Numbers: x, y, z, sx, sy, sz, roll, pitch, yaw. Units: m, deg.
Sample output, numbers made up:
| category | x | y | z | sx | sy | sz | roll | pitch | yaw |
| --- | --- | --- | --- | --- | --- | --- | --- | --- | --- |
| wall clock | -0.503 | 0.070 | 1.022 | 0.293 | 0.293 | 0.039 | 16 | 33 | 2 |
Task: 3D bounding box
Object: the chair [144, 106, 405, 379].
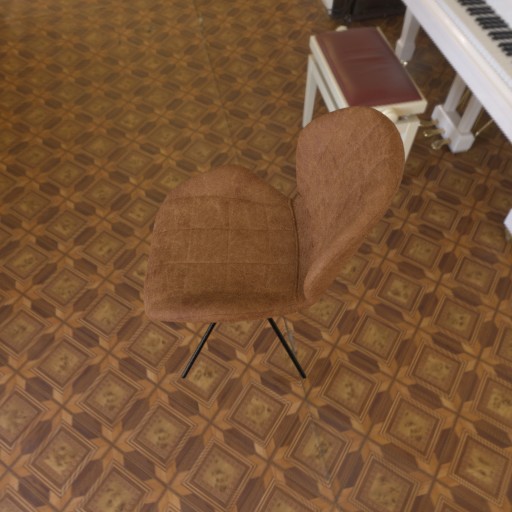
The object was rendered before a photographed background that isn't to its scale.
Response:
| category | x | y | z | sx | sy | sz | roll | pitch | yaw |
| --- | --- | --- | --- | --- | --- | --- | --- | --- | --- |
| chair | 0.000 | 0.000 | 1.335 | 0.640 | 0.929 | 0.527 | 0 | 56 | 0 |
